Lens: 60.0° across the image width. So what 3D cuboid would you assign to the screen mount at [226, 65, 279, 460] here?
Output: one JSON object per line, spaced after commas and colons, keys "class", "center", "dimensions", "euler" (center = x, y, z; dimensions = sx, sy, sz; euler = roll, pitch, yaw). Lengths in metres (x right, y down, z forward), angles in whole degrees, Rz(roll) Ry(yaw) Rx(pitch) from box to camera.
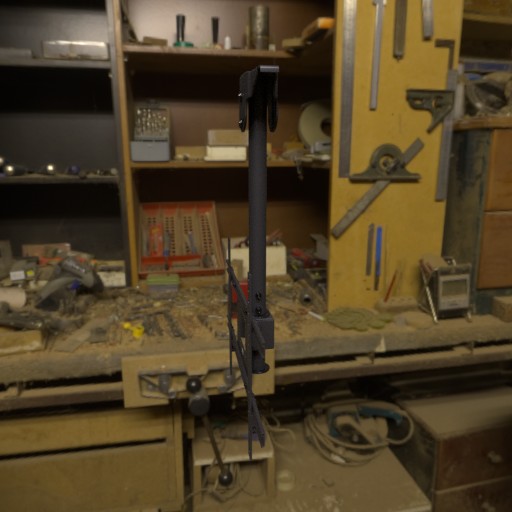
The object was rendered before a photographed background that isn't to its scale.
{"class": "screen mount", "center": [0.000, 0.000, 1.020], "dimensions": [0.090, 0.775, 0.595], "euler": [-2, 14, -9]}
